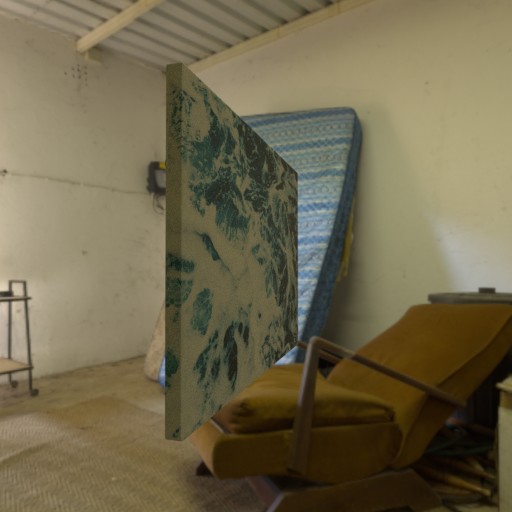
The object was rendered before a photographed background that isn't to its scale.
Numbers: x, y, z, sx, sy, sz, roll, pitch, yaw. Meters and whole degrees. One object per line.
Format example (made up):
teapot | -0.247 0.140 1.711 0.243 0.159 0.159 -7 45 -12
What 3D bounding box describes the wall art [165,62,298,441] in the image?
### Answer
wall art | 0.000 0.000 1.914 0.055 1.017 1.524 0 -1 17
